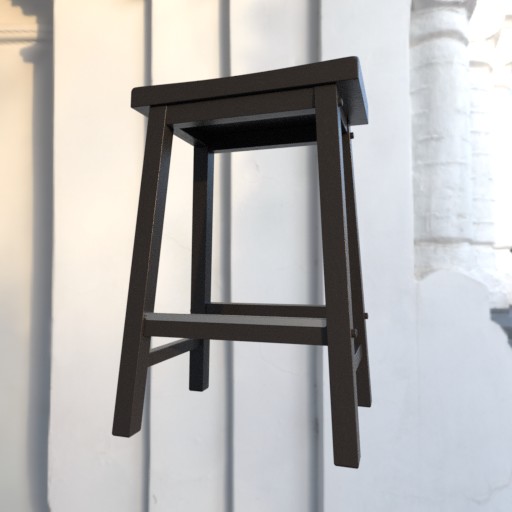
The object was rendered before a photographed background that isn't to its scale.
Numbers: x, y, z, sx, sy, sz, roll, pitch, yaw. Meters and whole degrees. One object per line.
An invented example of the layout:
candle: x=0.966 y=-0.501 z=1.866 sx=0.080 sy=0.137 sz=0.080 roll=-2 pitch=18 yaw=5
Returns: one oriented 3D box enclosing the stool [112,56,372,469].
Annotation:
stool: x=0.000 y=0.000 z=0.843 sx=0.406 sy=0.610 sz=0.322 roll=-1 pitch=-2 yaw=18
